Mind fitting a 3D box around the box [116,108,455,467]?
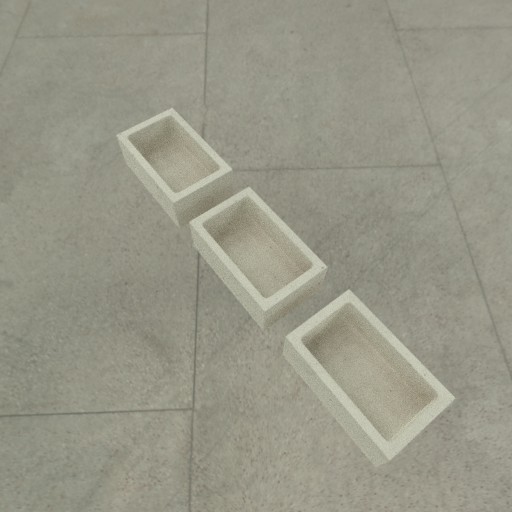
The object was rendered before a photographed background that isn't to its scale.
[{"bbox_3d":[0.000,0.000,0.485,0.082,0.051,0.461,-33,64,-18],"label":"box"}]
